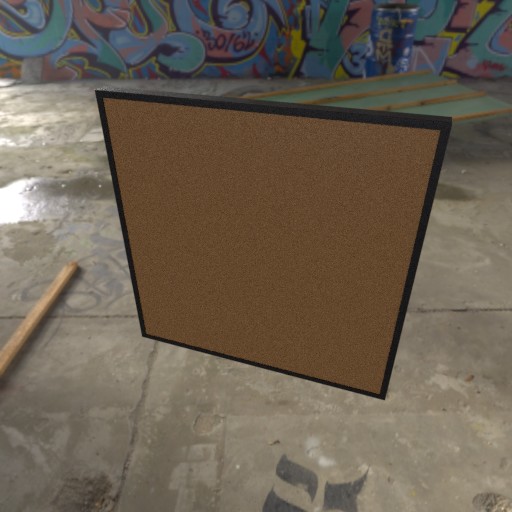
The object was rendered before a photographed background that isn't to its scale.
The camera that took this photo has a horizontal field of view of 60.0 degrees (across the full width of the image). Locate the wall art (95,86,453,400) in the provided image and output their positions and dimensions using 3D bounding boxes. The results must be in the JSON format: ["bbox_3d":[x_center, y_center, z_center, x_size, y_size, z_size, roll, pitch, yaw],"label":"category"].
[{"bbox_3d":[0.000,0.000,1.127,0.763,0.763,0.039,11,35,16],"label":"wall art"}]
